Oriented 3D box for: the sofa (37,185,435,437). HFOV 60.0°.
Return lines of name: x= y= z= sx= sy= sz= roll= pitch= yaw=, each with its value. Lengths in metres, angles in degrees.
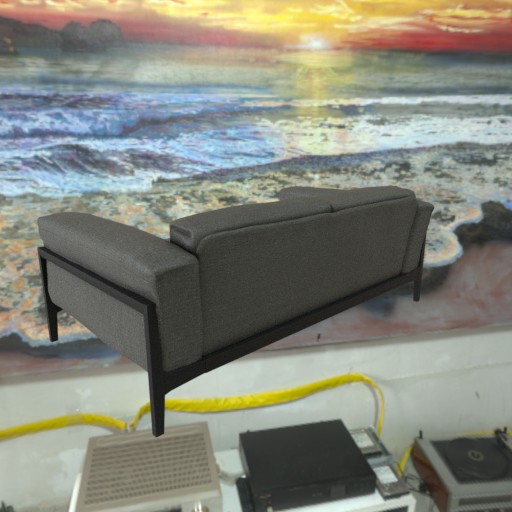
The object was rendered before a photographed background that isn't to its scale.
sofa: x=0.000 y=0.000 z=2.134 sx=1.690 sy=0.656 sz=0.960 roll=-14 pitch=21 yaw=-41
